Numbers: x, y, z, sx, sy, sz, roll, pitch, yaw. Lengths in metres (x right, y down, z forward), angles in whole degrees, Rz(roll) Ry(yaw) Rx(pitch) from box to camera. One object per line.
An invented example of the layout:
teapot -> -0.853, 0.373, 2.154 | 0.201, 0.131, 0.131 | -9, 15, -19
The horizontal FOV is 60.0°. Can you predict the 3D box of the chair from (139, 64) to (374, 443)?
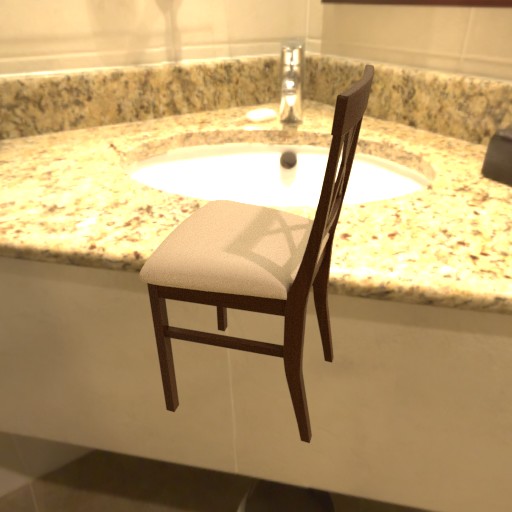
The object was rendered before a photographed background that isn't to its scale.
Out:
chair -> 0.000, 0.000, 1.176 | 0.480, 0.913, 0.440 | 10, 32, 16
